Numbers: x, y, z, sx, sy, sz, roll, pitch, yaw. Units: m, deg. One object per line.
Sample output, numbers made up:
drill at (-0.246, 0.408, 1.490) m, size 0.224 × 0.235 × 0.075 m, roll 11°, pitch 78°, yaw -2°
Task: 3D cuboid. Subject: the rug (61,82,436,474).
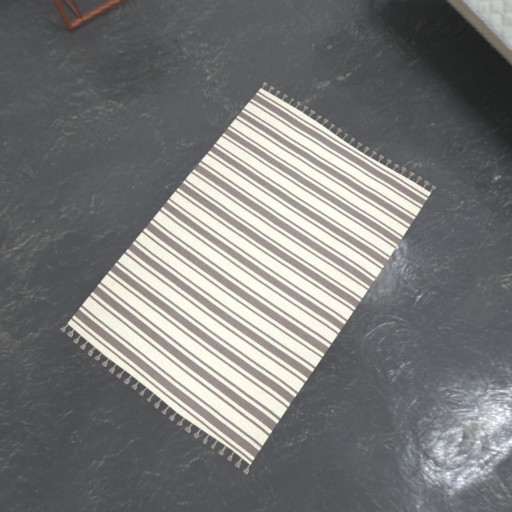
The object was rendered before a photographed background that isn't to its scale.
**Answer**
rug at (0.000, 0.000, 3.147) m, size 1.563 × 0.014 × 2.425 m, roll 35°, pitch 78°, yaw 9°
